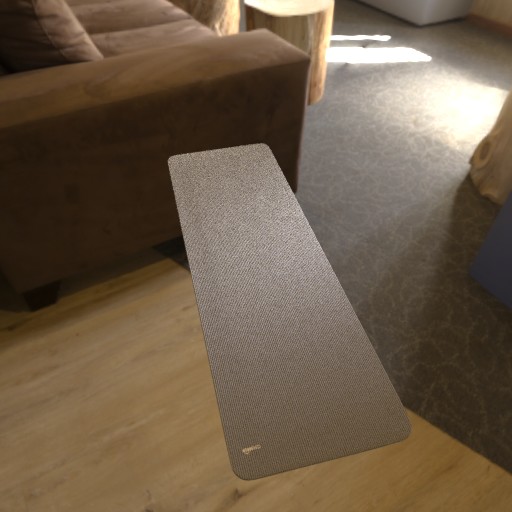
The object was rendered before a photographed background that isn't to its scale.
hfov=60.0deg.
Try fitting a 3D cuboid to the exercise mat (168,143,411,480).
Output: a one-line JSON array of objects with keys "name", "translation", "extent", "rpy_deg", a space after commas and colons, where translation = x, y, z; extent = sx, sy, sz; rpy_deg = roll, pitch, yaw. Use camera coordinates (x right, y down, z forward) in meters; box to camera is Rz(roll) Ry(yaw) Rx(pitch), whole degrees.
[{"name": "exercise mat", "translation": [0.000, 0.000, 2.046], "extent": [0.616, 0.021, 1.884], "rpy_deg": [-10, 46, -10]}]
